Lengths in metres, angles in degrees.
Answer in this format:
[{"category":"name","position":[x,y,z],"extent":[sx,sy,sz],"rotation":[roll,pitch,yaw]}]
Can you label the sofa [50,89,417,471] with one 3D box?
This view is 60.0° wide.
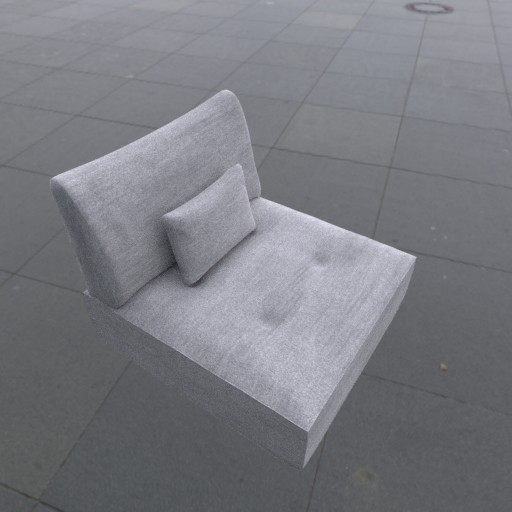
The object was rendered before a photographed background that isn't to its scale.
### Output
[{"category":"sofa","position":[0.000,0.000,1.707],"extent":[1.000,0.820,0.930],"rotation":[24,47,25]}]
